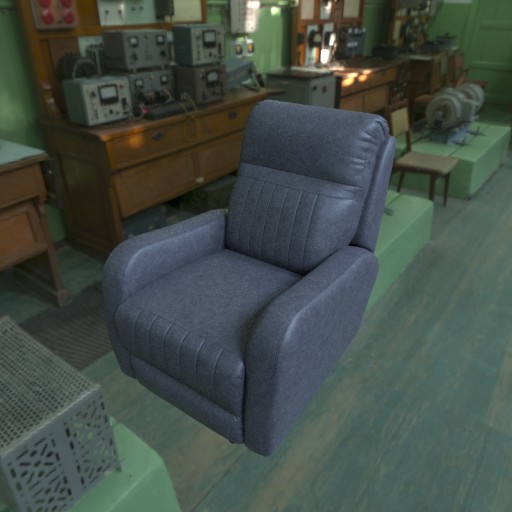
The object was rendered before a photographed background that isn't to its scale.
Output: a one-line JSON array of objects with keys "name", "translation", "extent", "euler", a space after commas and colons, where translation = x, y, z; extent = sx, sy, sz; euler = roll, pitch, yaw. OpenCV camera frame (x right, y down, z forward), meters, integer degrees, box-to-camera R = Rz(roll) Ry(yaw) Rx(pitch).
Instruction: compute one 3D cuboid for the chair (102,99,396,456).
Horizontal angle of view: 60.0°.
[{"name": "chair", "translation": [0.000, 0.000, 1.833], "extent": [0.865, 1.067, 1.067], "euler": [20, 35, 30]}]
